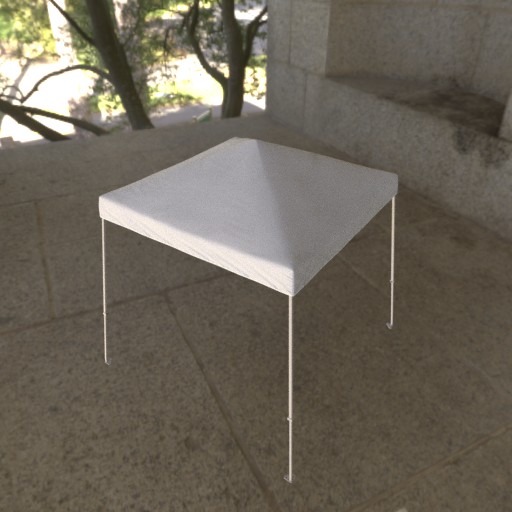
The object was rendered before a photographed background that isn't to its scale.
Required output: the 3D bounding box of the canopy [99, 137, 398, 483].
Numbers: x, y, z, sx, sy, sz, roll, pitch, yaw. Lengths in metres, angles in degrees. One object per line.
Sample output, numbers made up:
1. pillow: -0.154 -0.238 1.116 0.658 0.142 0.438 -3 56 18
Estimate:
1. canopy: 0.000 0.000 6.729 3.599 3.600 3.600 21 38 29
